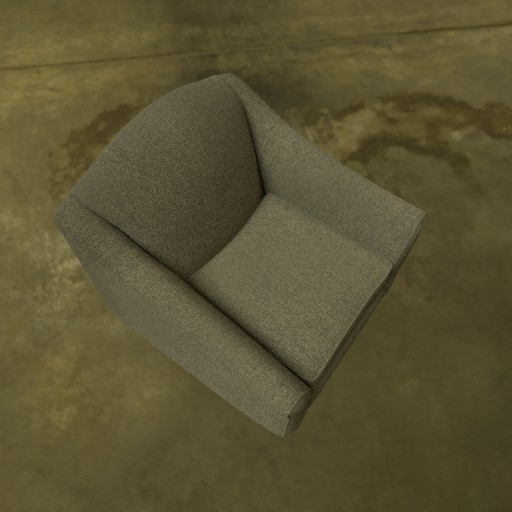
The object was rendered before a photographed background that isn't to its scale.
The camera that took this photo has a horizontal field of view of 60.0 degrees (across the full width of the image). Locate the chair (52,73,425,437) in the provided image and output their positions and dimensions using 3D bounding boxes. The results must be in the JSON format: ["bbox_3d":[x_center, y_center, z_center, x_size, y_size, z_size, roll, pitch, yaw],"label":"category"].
[{"bbox_3d":[0.000,0.000,1.435,0.787,0.839,0.763,32,63,19],"label":"chair"}]
